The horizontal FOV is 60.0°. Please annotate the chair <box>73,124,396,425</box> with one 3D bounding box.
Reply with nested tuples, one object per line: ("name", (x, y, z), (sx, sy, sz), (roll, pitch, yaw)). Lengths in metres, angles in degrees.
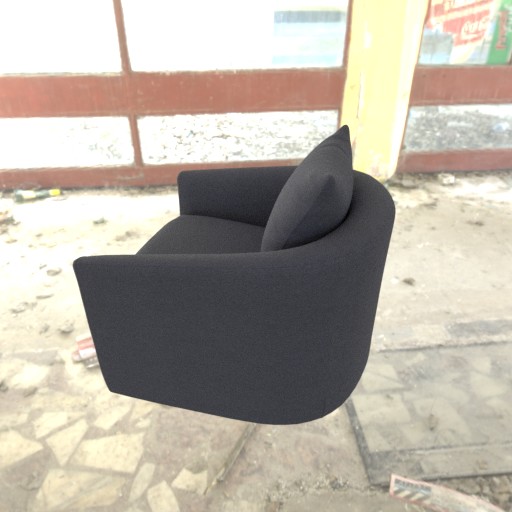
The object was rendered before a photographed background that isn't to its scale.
("chair", (0.000, 0.000, 1.609), (0.910, 0.848, 0.845), (7, 31, 13))
